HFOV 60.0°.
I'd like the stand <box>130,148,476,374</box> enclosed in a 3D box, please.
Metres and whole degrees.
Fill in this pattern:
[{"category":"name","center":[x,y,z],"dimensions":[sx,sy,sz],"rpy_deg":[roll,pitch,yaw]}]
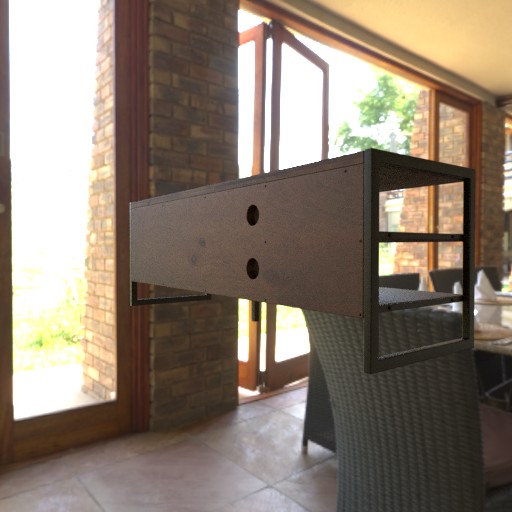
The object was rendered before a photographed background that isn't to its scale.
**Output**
[{"category":"stand","center":[0.000,0.000,1.717],"dimensions":[0.454,0.506,1.480],"rpy_deg":[-1,1,-36]}]
